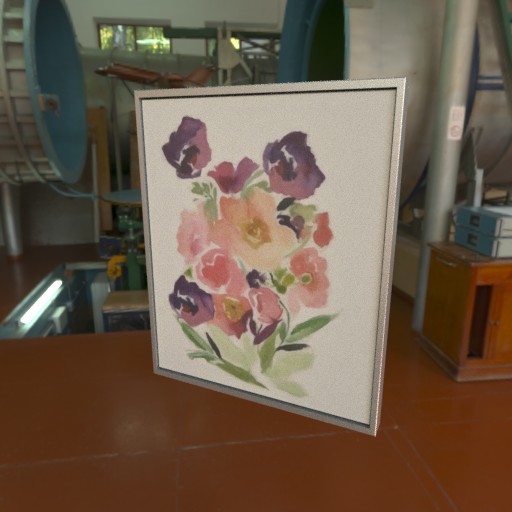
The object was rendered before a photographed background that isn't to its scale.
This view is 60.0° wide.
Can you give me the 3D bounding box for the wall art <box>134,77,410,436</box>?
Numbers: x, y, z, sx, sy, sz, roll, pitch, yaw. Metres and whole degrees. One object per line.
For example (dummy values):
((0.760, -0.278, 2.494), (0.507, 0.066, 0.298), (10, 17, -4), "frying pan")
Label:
((0.000, 0.000, 0.763), (0.452, 0.549, 0.038), (7, 17, 25), "wall art")
